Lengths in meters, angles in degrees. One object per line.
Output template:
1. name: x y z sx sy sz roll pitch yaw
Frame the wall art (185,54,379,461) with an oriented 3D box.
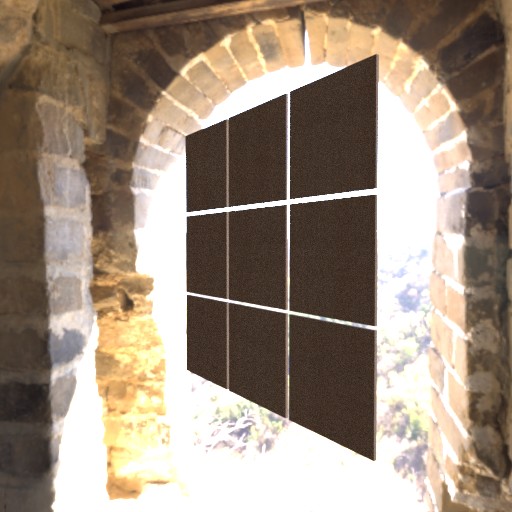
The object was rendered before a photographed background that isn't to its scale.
1. wall art: 0.000 0.000 1.818 0.013 1.218 1.219 -1 2 -36
